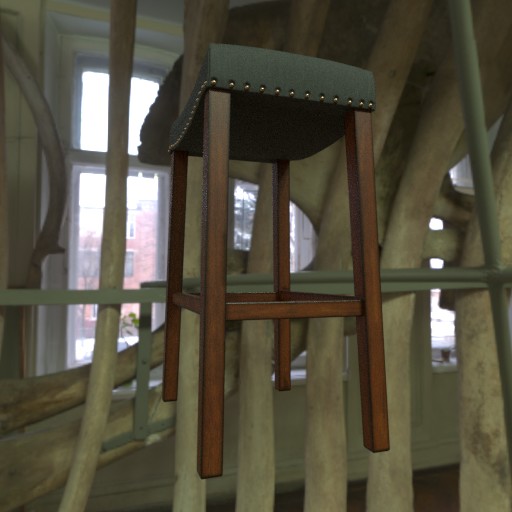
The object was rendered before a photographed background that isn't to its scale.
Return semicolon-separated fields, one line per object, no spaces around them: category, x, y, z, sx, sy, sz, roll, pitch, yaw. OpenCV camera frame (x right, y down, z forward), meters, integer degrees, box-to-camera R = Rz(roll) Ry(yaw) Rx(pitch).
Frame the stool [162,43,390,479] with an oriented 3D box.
stool;0.000;0.000;1.037;0.366;0.760;0.502;1;-3;-19
